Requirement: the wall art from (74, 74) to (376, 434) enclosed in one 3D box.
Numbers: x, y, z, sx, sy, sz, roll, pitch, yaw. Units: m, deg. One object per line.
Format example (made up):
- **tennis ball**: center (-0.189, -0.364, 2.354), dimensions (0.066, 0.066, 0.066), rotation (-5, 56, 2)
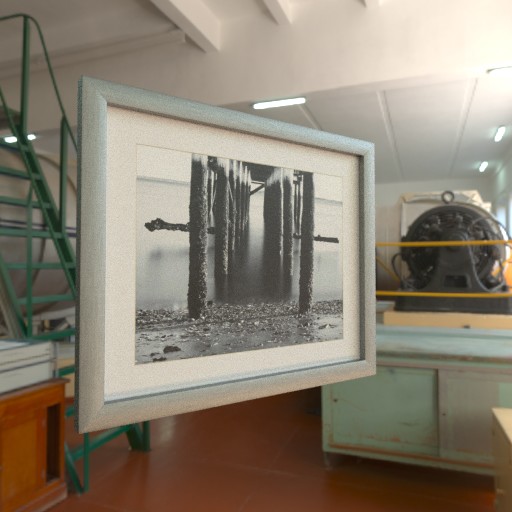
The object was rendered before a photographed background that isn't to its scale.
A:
- **wall art**: center (0.000, 0.000, 0.728), dimensions (0.556, 0.457, 0.028), rotation (1, -2, -34)
